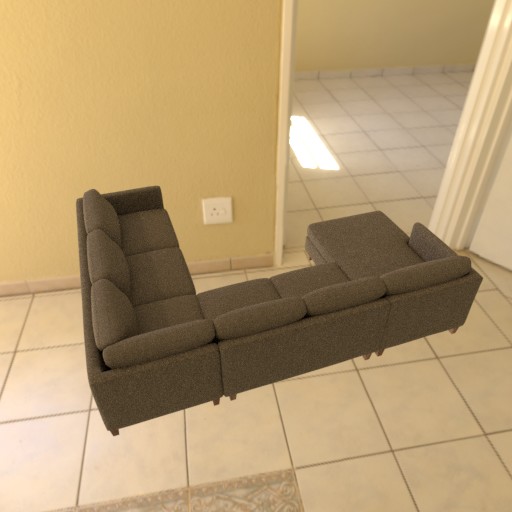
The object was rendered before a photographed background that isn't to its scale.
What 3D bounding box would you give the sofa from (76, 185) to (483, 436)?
[{"bbox_3d":[0.000,0.000,4.406,3.238,0.853,2.551,-12,40,-15],"label":"sofa"}]
